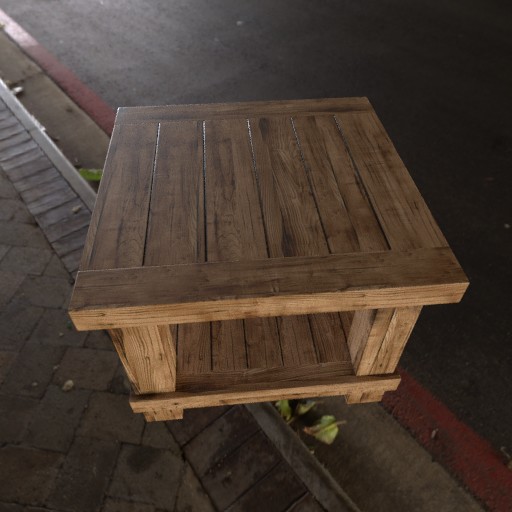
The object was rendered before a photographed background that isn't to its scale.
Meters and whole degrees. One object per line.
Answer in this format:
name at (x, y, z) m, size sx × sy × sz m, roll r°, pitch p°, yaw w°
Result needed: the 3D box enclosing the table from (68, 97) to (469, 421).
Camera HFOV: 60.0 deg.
table at (0.000, 0.000, 1.042) m, size 0.610 × 0.457 × 0.610 m, roll -4°, pitch 46°, yaw -4°
